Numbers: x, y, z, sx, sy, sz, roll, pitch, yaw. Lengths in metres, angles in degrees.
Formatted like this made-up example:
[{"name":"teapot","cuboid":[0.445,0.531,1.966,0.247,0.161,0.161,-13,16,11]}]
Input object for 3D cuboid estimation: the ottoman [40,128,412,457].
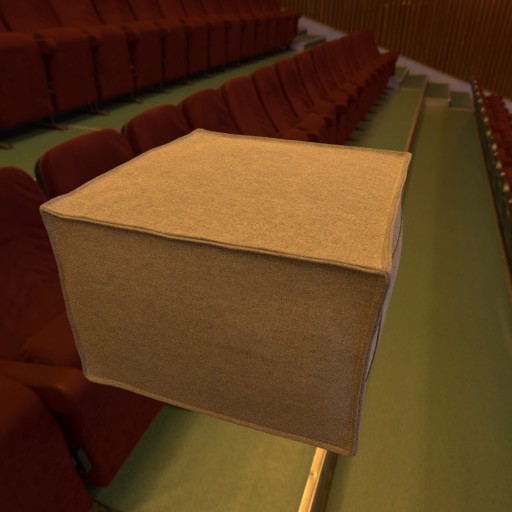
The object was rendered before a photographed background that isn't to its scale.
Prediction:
[{"name":"ottoman","cuboid":[0.000,0.000,1.141,0.696,0.470,0.707,10,32,17]}]
